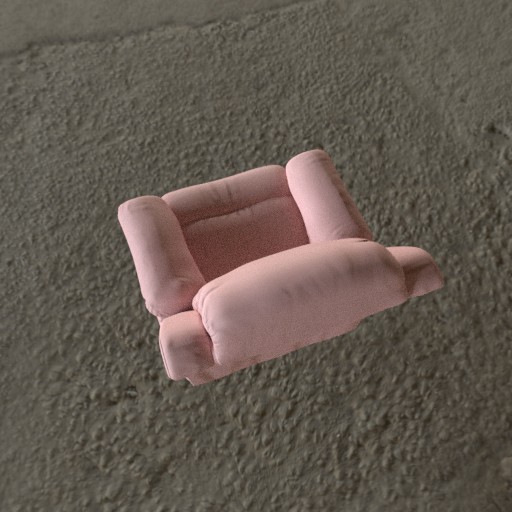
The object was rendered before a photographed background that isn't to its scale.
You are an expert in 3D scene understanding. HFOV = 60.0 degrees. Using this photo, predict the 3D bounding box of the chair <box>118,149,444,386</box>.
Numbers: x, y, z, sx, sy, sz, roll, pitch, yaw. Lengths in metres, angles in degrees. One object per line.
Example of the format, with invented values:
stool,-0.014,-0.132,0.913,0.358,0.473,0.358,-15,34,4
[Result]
chair,0.000,0.000,1.260,0.680,0.702,0.709,-17,60,-10
